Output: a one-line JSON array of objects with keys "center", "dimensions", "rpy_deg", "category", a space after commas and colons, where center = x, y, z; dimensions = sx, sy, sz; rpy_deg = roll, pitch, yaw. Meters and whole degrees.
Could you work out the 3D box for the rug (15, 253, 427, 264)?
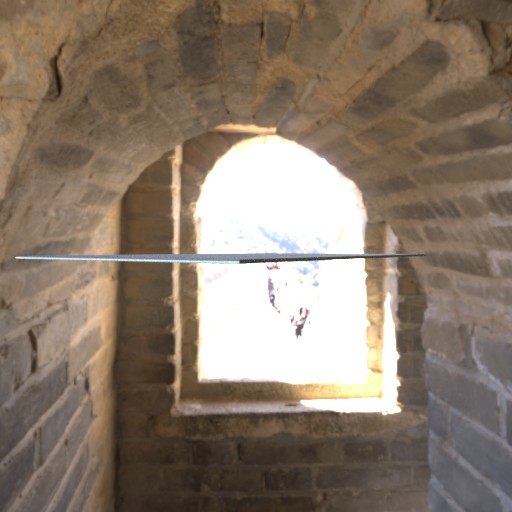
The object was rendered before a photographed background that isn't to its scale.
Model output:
[{"center": [0.000, 0.000, 3.413], "dimensions": [1.819, 0.018, 2.746], "rpy_deg": [1, 1, 36], "category": "rug"}]
